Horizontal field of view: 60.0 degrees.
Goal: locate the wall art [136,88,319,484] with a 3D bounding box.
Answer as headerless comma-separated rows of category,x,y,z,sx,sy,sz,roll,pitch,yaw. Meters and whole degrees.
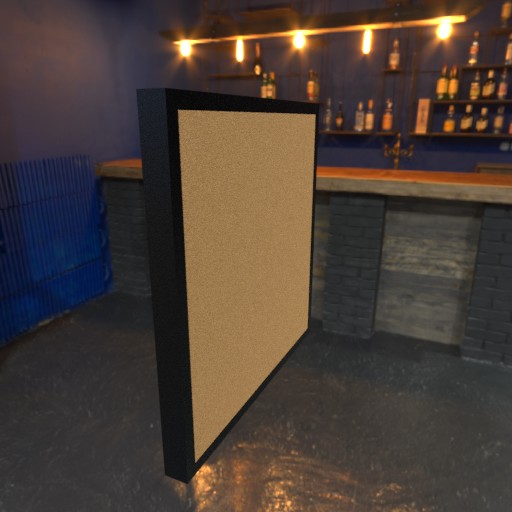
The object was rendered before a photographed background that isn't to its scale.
wall art,0.000,0.000,0.755,0.038,0.506,0.506,8,19,25
